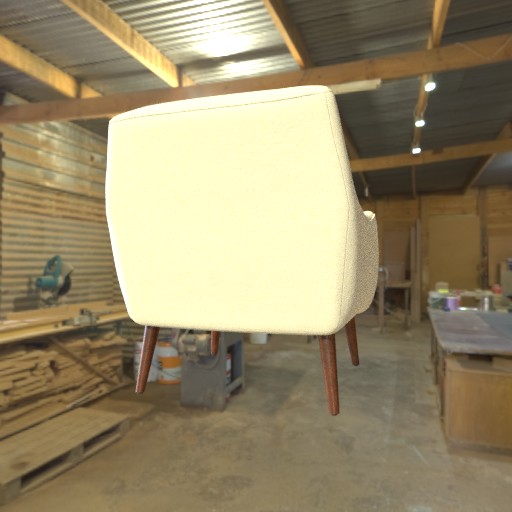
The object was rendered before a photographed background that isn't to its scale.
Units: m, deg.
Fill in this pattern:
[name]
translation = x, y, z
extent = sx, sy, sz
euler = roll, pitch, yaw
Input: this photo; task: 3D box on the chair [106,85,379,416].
[chair]
translation = 0.000, 0.000, 1.484
extent = 0.762, 0.838, 0.787
euler = 0, 0, 18
